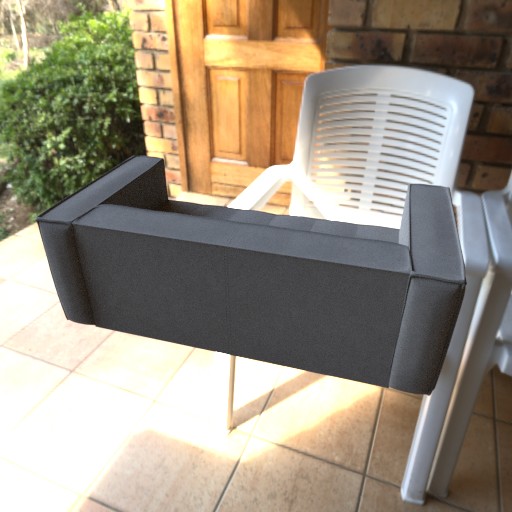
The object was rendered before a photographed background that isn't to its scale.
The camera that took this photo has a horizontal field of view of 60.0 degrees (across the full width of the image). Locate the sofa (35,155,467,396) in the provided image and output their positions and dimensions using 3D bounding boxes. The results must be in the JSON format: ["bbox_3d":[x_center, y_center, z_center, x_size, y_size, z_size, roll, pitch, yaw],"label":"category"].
[{"bbox_3d":[0.000,0.000,2.476,1.995,0.680,1.038,9,32,14],"label":"sofa"}]
